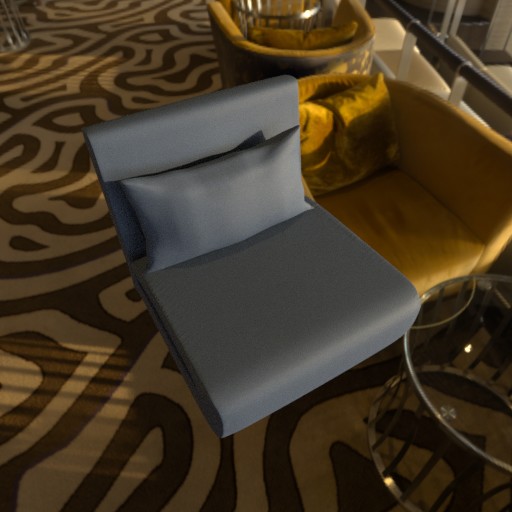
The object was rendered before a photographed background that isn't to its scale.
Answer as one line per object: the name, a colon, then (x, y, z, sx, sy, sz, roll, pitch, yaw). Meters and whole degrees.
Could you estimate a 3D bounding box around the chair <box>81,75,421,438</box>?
chair: (0.000, 0.000, 1.523, 0.770, 0.808, 0.900, -23, 50, -21)
